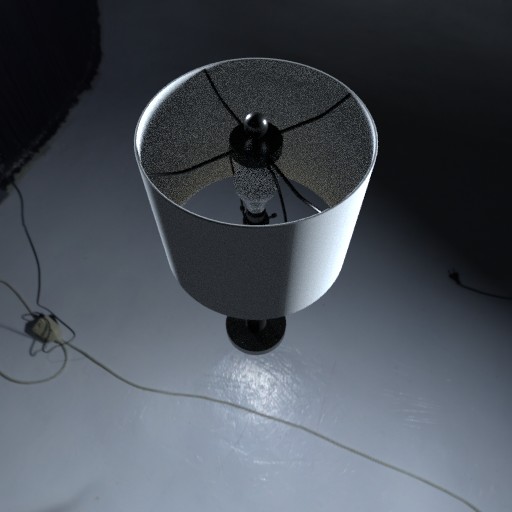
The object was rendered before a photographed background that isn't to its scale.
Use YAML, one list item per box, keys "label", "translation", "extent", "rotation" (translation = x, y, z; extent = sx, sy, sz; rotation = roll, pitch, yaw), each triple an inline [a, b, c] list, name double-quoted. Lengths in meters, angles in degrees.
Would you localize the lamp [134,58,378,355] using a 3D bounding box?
- label: "lamp"
  translation: [0.000, 0.000, 0.809]
  extent: [0.305, 0.640, 0.305]
  rotation: [15, 59, 10]
